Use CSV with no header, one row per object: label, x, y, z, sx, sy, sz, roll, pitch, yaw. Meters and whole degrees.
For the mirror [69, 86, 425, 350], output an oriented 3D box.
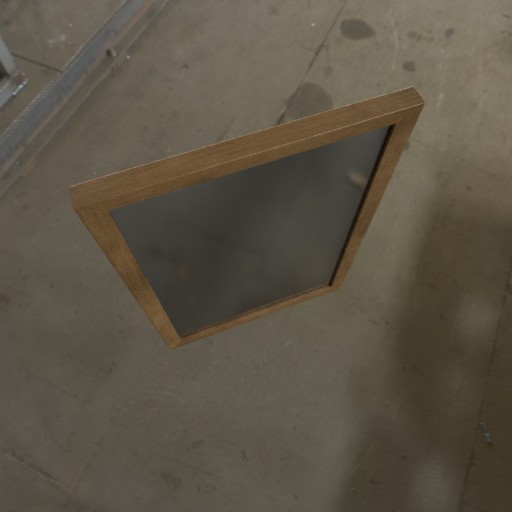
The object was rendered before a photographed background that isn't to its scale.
mirror,0.000,0.000,0.924,0.507,0.710,0.040,-19,65,-9
